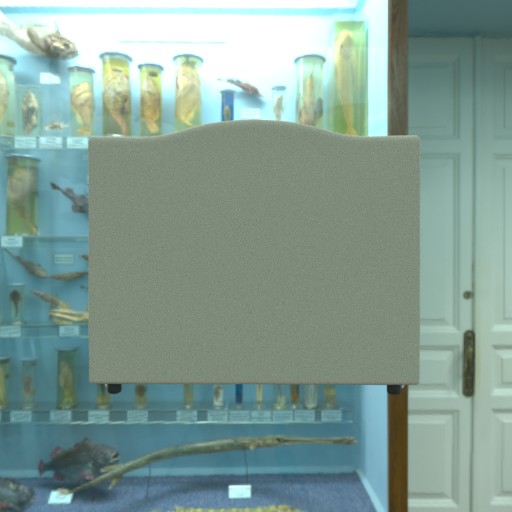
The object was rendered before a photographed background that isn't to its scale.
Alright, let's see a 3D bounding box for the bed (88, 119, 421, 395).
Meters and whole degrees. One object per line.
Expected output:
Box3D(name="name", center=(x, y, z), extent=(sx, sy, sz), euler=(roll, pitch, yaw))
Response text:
Box3D(name="bed", center=(0.000, 0.000, 3.374), extent=(1.753, 1.460, 2.143), euler=(0, 0, 1))
